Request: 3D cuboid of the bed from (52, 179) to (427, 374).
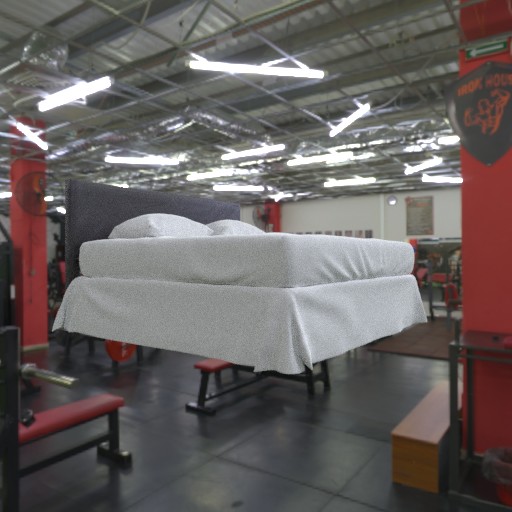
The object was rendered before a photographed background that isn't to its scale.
[{"bbox_3d":[0.000,0.000,3.534,2.165,1.158,2.255,0,0,38],"label":"bed"}]
